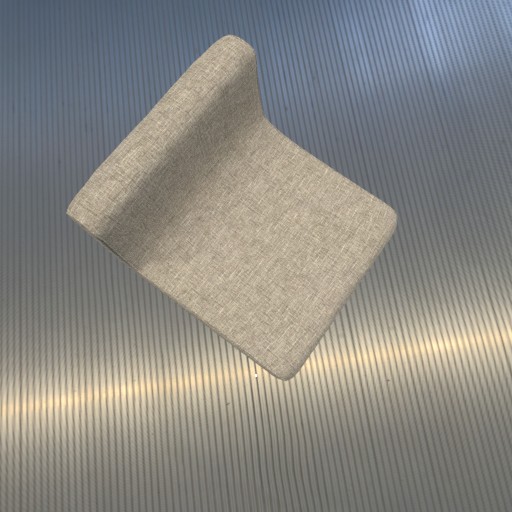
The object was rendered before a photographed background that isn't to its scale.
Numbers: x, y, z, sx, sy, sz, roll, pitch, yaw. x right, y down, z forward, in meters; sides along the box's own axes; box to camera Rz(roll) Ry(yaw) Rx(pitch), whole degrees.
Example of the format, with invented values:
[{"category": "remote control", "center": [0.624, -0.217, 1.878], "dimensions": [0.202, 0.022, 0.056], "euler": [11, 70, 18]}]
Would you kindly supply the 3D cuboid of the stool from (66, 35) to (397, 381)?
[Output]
[{"category": "stool", "center": [0.000, 0.000, 1.080], "dimensions": [0.459, 0.835, 0.417], "euler": [35, 78, 9]}]
